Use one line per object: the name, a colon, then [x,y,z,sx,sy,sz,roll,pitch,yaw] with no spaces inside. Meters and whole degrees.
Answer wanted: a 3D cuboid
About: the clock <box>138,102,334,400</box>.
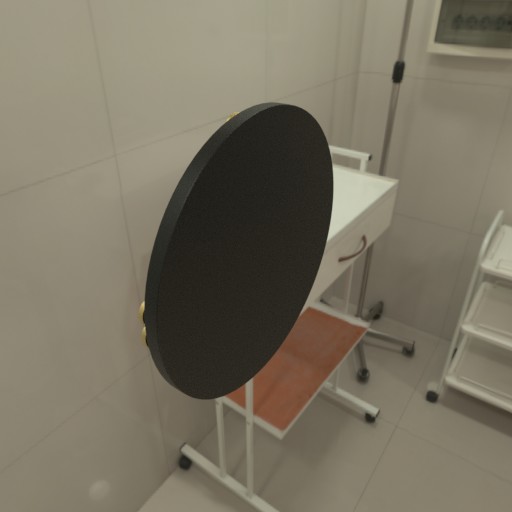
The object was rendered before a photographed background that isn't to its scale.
clock: [0.000,0.000,0.688,0.038,0.454,0.454,20,37,29]
